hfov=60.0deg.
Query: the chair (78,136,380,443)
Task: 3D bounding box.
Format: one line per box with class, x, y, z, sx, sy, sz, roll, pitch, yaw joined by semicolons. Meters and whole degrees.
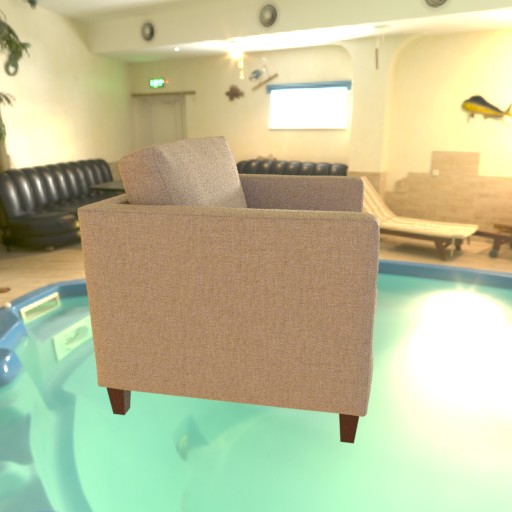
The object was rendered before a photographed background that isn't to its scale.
chair;0.000;0.000;1.868;0.959;0.961;1.107;3;17;10
